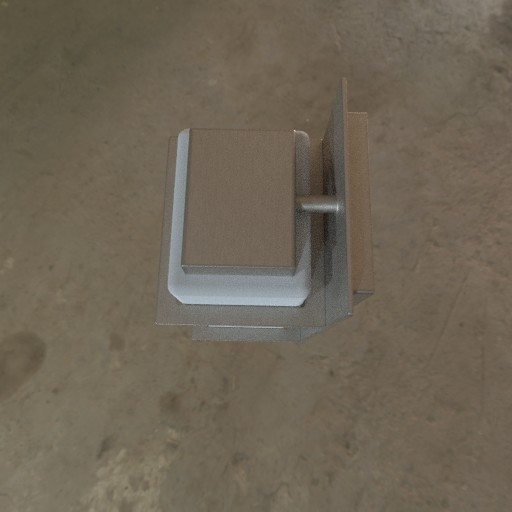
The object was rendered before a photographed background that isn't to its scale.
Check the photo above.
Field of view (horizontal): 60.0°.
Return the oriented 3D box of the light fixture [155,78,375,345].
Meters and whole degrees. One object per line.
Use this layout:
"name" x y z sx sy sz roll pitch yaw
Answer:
"light fixture" 0.000 0.000 0.476 0.160 0.380 0.168 1 76 0
